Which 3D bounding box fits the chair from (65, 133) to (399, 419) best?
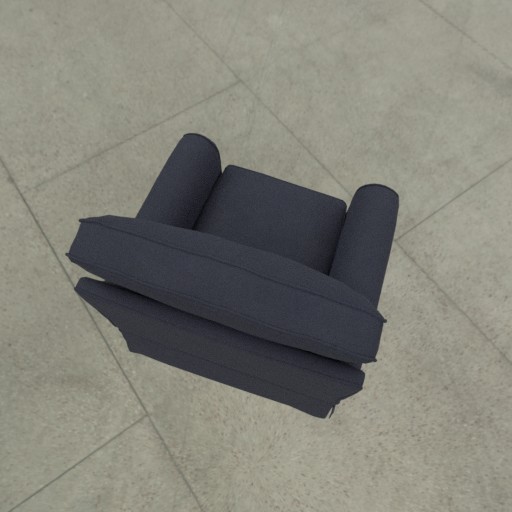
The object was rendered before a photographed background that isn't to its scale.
[{"bbox_3d":[0.000,0.000,1.973,1.119,1.140,1.002,17,66,8],"label":"chair"}]
